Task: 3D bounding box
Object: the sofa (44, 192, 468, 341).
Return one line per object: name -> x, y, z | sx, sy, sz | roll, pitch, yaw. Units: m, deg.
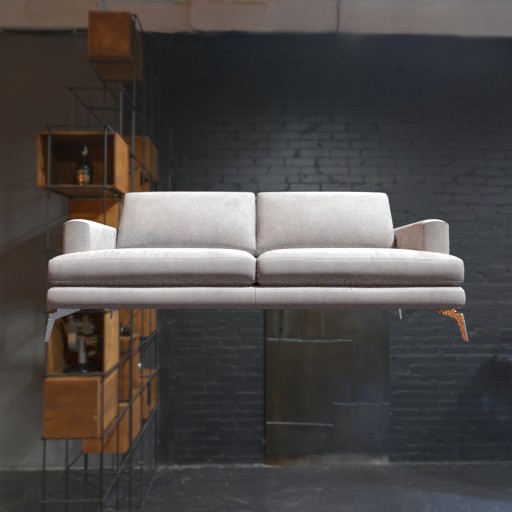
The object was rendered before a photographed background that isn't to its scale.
sofa -> 0.000, 0.000, 2.573 | 2.013, 0.830, 0.980 | 0, -2, 0
